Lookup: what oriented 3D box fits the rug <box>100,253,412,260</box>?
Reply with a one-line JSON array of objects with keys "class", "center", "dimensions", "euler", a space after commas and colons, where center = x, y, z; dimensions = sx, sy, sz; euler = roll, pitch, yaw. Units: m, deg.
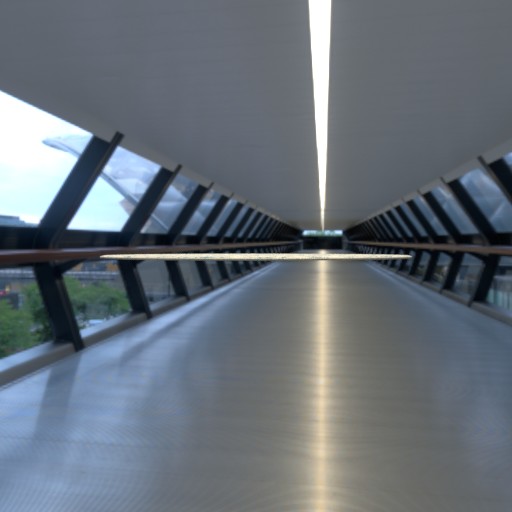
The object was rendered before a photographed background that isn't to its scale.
[{"class": "rug", "center": [0.000, 0.000, 2.397], "dimensions": [1.593, 0.012, 1.593], "euler": [0, 1, 0]}]
